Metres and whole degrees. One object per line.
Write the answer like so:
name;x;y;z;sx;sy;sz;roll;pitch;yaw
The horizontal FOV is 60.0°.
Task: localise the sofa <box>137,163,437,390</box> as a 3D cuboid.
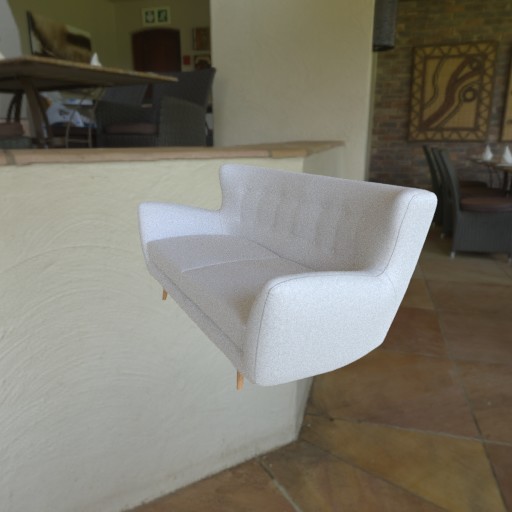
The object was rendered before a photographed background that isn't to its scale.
sofa;0.000;0.000;2.441;0.899;0.890;1.930;-8;17;-26
